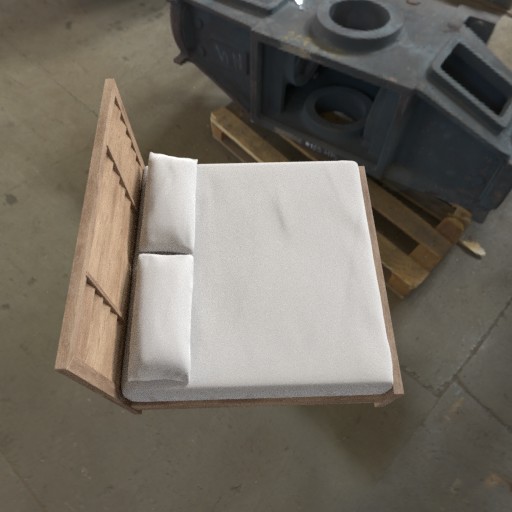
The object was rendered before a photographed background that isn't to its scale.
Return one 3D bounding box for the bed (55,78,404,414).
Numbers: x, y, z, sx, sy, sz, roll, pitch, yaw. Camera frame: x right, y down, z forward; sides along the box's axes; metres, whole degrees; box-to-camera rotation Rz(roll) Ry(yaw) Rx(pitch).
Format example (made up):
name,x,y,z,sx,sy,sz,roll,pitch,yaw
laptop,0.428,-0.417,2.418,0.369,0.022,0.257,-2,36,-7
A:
name,x,y,z,sx,sy,sz,roll,pitch,yaw
bed,0.000,0.000,3.386,2.062,1.626,2.032,-2,63,-1
